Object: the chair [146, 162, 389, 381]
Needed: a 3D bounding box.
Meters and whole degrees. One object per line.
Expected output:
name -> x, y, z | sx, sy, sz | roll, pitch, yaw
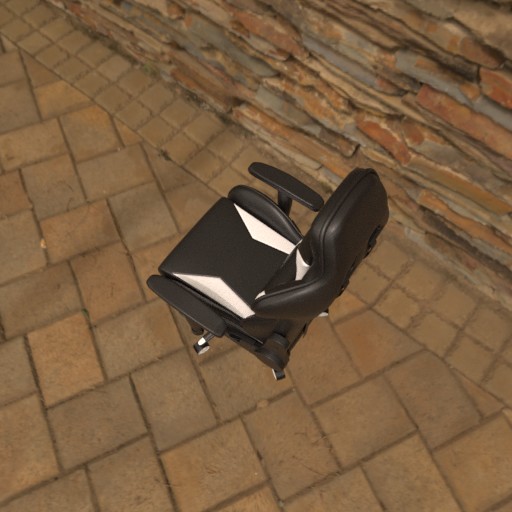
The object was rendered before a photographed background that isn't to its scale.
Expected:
chair -> 0.000, 0.000, 1.674 | 0.695, 1.285, 0.730 | 33, 68, 15
